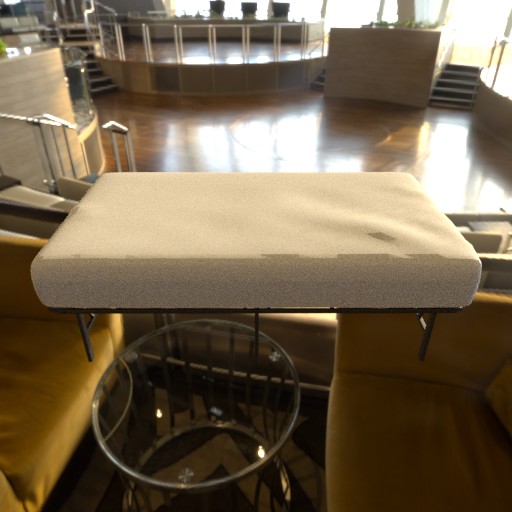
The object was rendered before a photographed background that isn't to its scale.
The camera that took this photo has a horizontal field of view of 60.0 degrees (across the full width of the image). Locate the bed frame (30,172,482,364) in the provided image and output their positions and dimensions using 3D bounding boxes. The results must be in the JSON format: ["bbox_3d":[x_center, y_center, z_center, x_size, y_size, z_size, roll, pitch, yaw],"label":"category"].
[{"bbox_3d":[0.000,0.000,2.382,1.908,0.640,1.025,0,32,0],"label":"bed frame"}]
